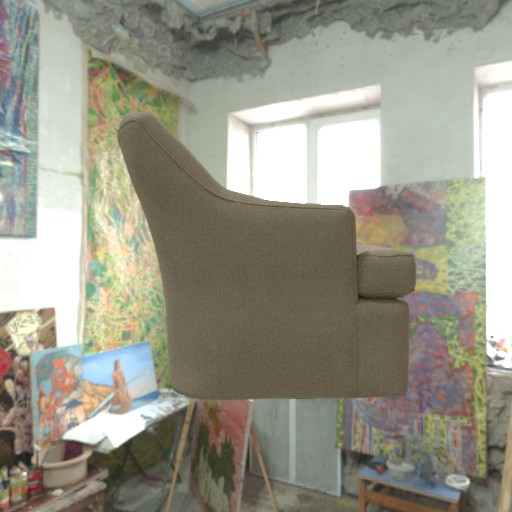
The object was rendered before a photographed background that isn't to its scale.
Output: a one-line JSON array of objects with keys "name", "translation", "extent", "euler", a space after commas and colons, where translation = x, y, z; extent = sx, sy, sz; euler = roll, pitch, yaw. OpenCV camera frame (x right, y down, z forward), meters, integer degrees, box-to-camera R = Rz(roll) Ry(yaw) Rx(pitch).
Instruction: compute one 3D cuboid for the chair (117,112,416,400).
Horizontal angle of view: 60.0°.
[{"name": "chair", "translation": [0.000, 0.000, 1.621], "extent": [0.923, 0.856, 0.864], "euler": [0, 0, 0]}]
